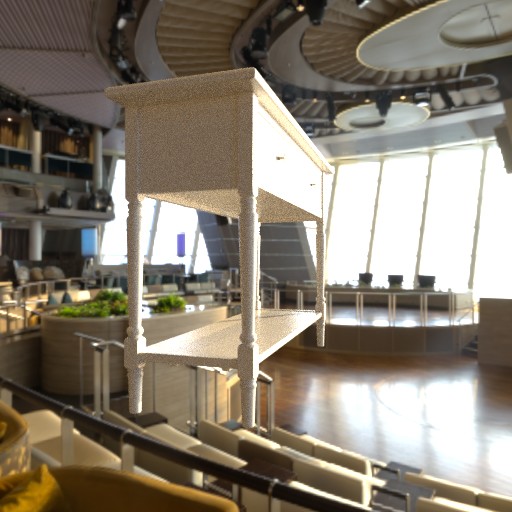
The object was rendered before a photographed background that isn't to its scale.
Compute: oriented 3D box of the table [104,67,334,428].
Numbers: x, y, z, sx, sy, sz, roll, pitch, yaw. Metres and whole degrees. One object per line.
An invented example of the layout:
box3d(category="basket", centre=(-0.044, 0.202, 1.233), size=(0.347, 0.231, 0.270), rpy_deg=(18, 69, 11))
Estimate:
box3d(category="table", centre=(0.000, 0.000, 1.575), size=(0.386, 0.814, 1.191), rpy_deg=(0, 0, 18))
